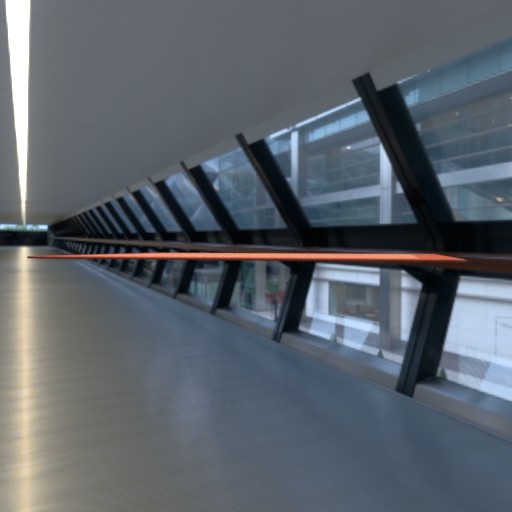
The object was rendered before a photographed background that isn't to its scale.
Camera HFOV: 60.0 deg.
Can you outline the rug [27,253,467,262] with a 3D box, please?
[{"bbox_3d":[0.000,0.000,3.060,2.438,0.014,1.524,0,1,17],"label":"rug"}]
